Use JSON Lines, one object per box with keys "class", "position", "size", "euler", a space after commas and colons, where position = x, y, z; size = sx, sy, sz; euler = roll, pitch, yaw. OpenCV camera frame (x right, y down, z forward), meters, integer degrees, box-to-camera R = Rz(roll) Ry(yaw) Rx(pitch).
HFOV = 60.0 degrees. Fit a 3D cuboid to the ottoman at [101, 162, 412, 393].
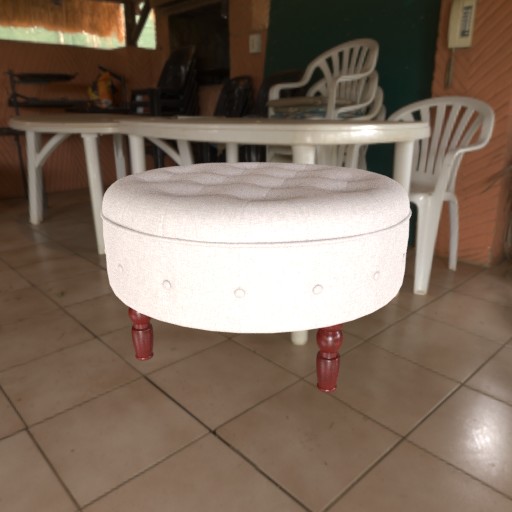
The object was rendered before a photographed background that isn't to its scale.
{"class": "ottoman", "position": [0.000, 0.000, 1.327], "size": [0.849, 0.478, 0.849], "euler": [0, 18, 0]}
